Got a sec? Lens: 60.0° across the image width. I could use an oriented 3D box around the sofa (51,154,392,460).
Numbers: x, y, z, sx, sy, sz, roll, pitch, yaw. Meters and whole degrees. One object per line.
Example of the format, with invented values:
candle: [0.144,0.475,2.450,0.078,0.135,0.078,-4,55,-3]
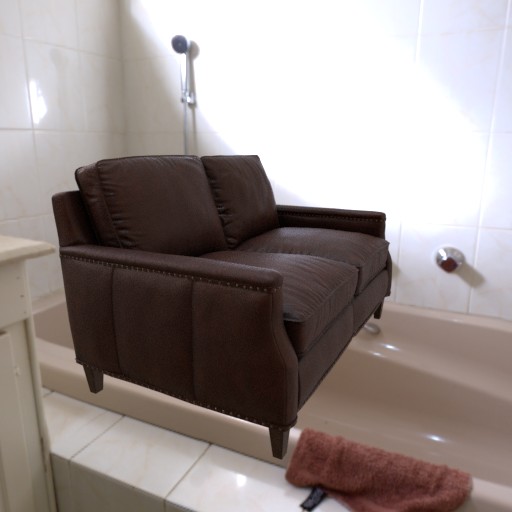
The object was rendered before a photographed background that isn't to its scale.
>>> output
sofa: [0.000,0.000,2.250,1.083,1.003,1.628,7,16,27]
